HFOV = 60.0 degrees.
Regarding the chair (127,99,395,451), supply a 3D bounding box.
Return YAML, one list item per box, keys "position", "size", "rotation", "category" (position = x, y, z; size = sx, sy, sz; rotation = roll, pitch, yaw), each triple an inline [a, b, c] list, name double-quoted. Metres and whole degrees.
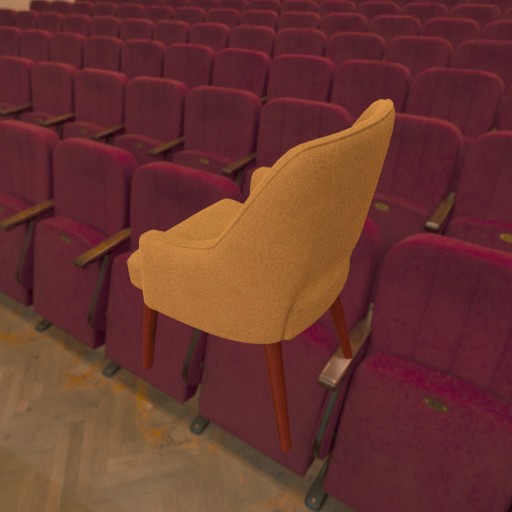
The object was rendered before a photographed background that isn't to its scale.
- position: [0.000, 0.000, 1.228]
  size: [0.605, 0.849, 0.548]
  rotation: [20, 38, 28]
  category: "chair"
